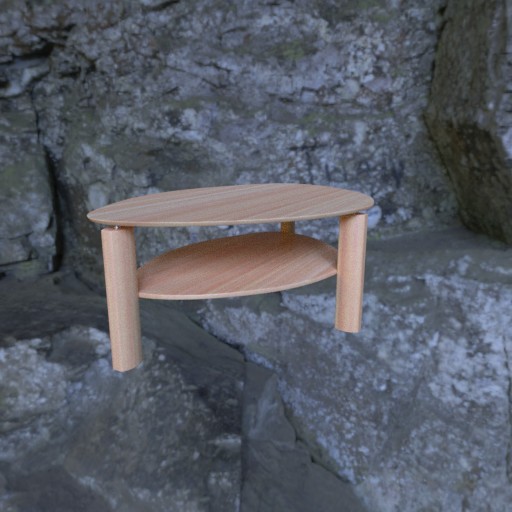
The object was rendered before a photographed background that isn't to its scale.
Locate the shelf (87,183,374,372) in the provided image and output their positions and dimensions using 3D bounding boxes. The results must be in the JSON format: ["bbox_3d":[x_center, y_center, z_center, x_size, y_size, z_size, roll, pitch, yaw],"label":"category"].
[{"bbox_3d":[0.000,0.000,1.673,0.845,0.440,1.246,8,16,27],"label":"shelf"}]
